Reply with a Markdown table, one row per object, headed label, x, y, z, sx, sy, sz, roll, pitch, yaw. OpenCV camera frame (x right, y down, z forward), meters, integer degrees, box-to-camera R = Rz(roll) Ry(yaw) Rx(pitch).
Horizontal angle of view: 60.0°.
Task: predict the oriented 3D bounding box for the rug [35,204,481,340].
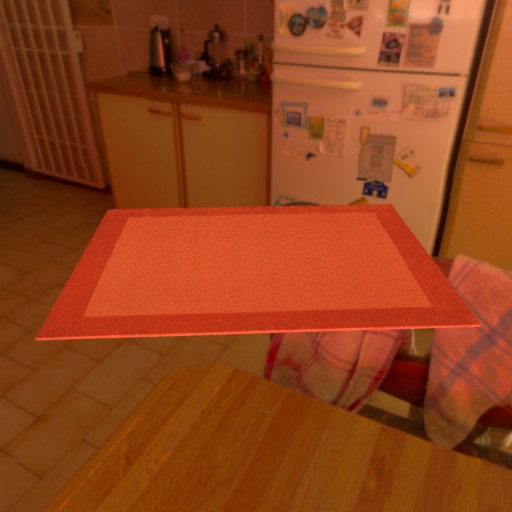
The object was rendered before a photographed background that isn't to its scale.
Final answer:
| label | x | y | z | sx | sy | sz | roll | pitch | yaw |
| --- | --- | --- | --- | --- | --- | --- | --- | --- | --- |
| rug | 0.000 | 0.000 | 2.336 | 1.829 | 0.014 | 1.219 | -1 | 31 | -2 |
